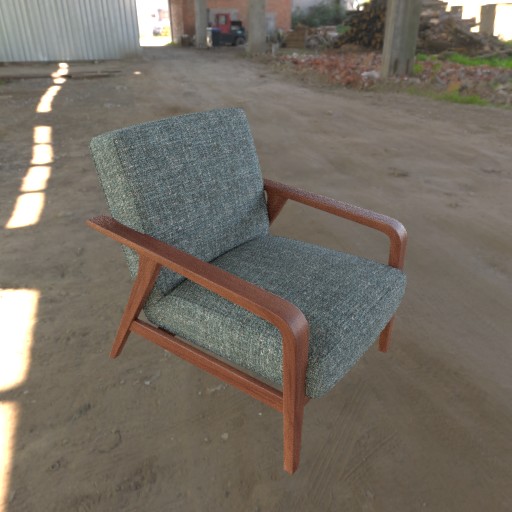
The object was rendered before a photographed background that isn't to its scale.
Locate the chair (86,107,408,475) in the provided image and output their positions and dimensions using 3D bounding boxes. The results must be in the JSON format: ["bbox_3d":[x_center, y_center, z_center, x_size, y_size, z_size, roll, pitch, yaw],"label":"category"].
[{"bbox_3d":[0.000,0.000,1.499,0.889,0.864,0.719,19,33,32],"label":"chair"}]
